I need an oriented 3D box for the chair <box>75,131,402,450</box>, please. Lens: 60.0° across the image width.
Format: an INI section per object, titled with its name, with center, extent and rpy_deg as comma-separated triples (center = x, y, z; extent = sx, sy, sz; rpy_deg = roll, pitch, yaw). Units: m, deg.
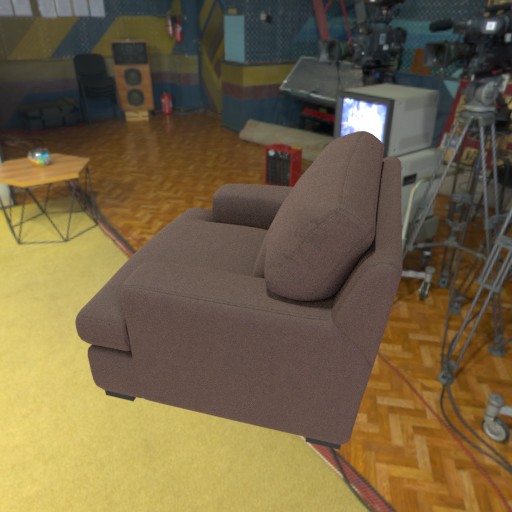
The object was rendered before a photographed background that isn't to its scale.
[chair]
center = 0.000, 0.000, 1.955
extent = 1.143, 0.940, 1.168
rpy_deg = 8, 30, 14
